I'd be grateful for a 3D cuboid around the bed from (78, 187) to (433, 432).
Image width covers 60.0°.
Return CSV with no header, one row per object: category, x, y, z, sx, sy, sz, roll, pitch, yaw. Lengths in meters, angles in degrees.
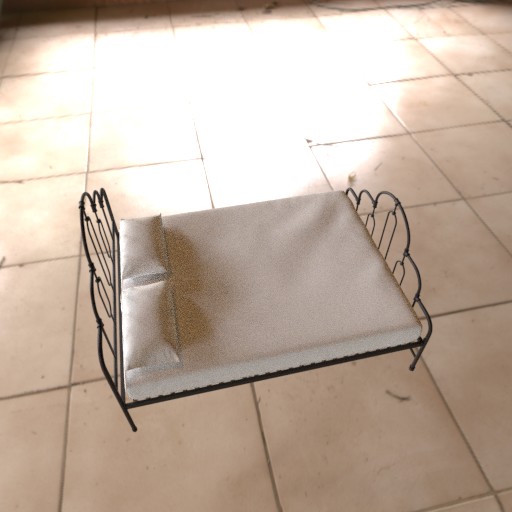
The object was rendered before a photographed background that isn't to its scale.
bed,0.000,0.000,3.308,2.163,1.429,1.640,-10,48,-9
